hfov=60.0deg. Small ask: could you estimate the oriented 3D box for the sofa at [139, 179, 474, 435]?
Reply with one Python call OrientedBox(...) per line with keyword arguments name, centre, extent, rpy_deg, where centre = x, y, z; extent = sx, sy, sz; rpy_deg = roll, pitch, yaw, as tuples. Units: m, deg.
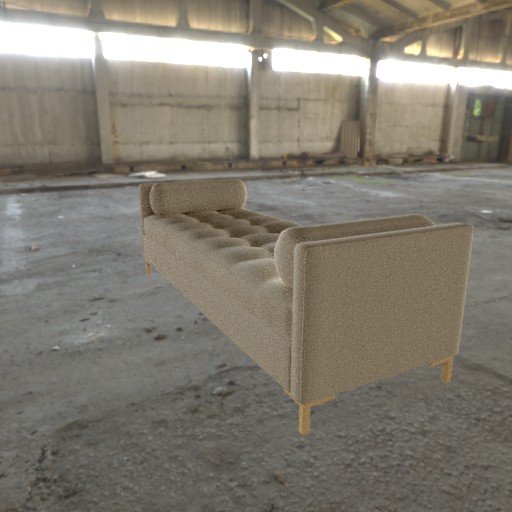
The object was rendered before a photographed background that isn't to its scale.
OrientedBox(name="sofa", centre=(0.000, 0.000, 2.323), extent=(0.746, 0.641, 1.985), rpy_deg=(-8, 17, -27))
